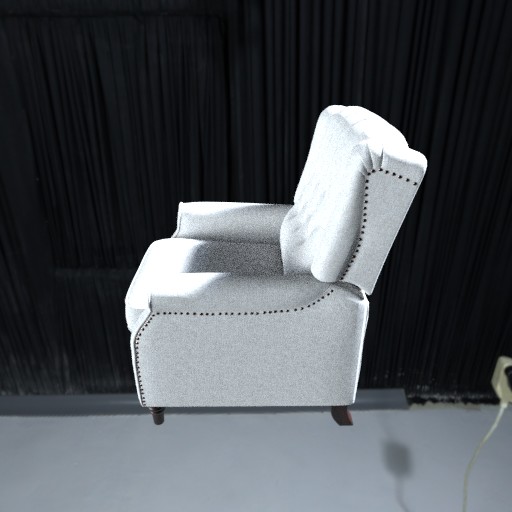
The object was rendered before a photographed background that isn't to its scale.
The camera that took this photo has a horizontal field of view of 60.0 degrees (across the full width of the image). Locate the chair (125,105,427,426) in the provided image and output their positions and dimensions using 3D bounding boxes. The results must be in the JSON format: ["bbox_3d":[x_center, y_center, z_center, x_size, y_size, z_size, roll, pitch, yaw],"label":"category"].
[{"bbox_3d":[0.000,0.000,1.639,0.902,1.035,0.742,0,27,0],"label":"chair"}]
